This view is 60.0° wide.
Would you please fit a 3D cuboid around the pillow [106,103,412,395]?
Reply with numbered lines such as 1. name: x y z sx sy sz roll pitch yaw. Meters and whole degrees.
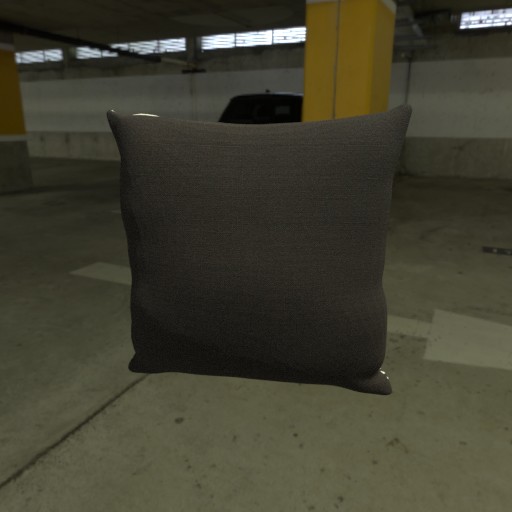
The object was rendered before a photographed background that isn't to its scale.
1. pillow: 0.000 0.000 0.679 0.440 0.441 0.182 2 17 7
